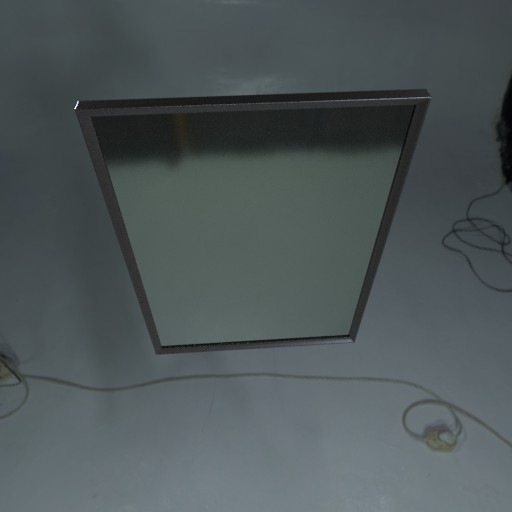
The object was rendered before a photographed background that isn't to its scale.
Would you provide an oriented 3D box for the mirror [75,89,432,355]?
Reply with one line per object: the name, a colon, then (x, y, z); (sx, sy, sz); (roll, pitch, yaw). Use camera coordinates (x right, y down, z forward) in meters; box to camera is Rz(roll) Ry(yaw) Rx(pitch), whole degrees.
mirror: (0.000, 0.000, 1.334); (0.762, 1.016, 0.041); (-3, 48, -3)
